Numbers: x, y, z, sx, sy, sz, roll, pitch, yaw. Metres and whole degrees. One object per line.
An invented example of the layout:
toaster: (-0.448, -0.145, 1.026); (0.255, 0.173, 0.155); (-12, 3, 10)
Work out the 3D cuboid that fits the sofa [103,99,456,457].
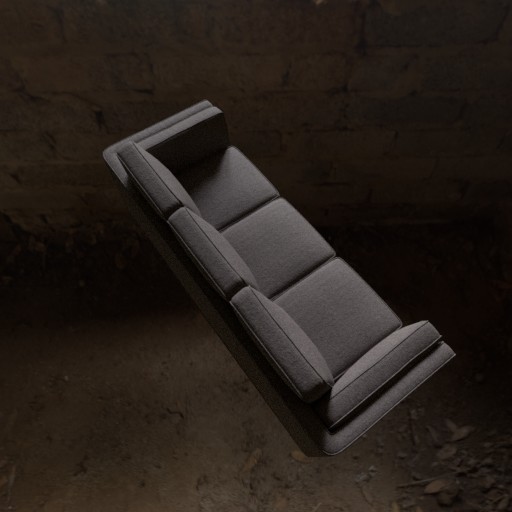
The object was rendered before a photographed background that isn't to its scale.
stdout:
sofa: (0.000, 0.000, 2.818); (0.903, 0.899, 2.362); (-32, 65, -17)
